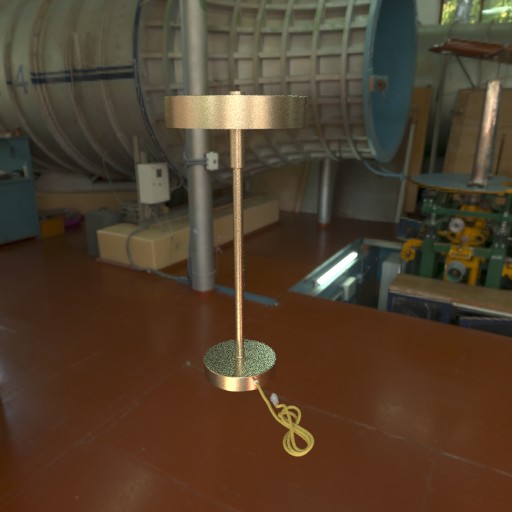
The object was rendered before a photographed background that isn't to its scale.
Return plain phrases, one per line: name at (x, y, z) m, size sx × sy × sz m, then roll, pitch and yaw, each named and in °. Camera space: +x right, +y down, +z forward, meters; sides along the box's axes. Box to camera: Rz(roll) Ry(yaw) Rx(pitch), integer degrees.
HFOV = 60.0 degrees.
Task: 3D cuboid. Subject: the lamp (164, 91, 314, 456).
lamp at (0.000, 0.000, 0.722) m, size 0.229 × 0.508 × 0.369 m, roll -8°, pitch 20°, yaw -24°
